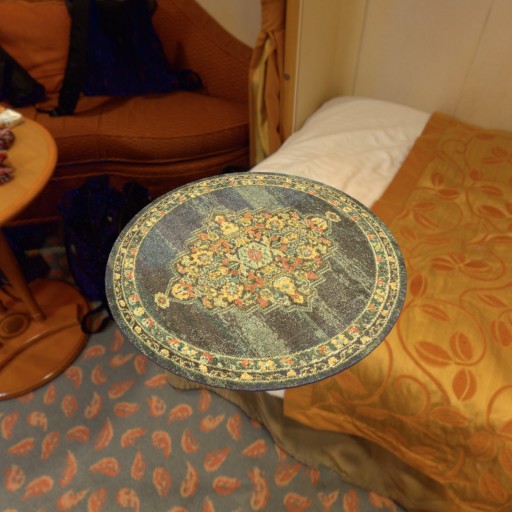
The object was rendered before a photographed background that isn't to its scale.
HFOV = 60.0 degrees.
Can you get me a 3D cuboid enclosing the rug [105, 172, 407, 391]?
[{"bbox_3d":[0.000,0.000,3.603,2.386,0.014,2.386,0,45,0],"label":"rug"}]
